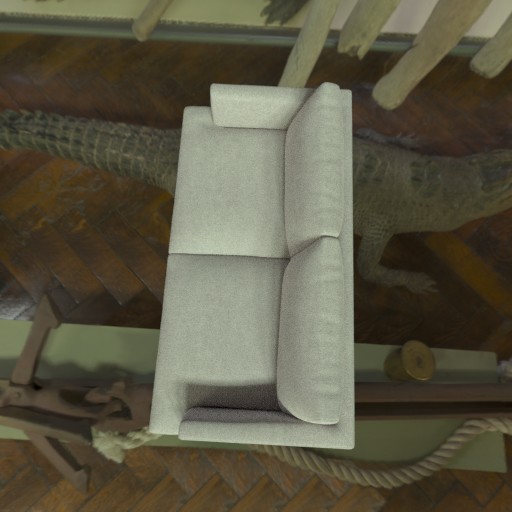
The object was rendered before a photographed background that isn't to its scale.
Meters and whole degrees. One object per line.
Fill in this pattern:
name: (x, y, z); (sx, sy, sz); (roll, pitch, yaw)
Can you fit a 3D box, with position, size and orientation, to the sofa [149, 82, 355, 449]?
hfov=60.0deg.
sofa: (0.000, 0.000, 2.517); (1.020, 0.868, 1.948); (3, 74, 1)
